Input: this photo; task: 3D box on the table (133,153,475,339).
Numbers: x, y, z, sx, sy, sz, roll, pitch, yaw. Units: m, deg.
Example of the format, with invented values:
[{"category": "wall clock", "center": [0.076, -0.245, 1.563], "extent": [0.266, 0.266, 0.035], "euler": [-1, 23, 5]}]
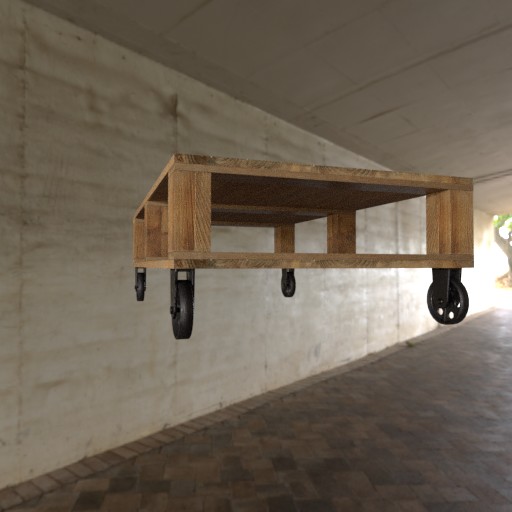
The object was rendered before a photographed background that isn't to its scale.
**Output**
[{"category": "table", "center": [0.000, 0.000, 1.704], "extent": [0.827, 0.413, 1.299], "euler": [0, -1, -19]}]
